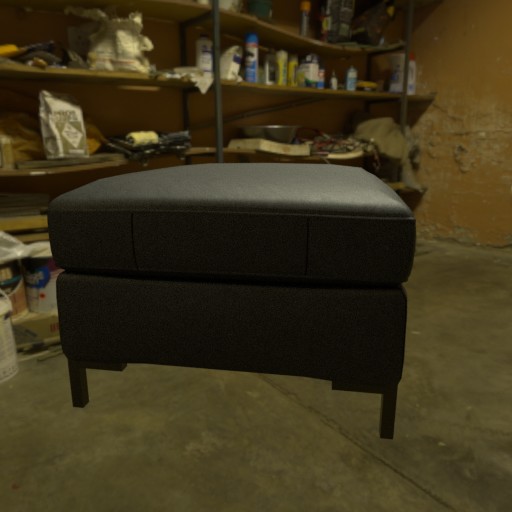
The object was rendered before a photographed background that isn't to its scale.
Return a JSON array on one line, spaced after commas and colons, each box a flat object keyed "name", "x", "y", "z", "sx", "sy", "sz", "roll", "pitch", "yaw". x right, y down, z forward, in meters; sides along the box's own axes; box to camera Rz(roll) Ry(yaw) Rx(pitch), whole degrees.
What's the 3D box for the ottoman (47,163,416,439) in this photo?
[{"name": "ottoman", "x": 0.000, "y": 0.000, "z": 1.721, "sx": 0.967, "sy": 0.696, "sz": 1.187, "roll": 2, "pitch": 14, "yaw": 9}]
